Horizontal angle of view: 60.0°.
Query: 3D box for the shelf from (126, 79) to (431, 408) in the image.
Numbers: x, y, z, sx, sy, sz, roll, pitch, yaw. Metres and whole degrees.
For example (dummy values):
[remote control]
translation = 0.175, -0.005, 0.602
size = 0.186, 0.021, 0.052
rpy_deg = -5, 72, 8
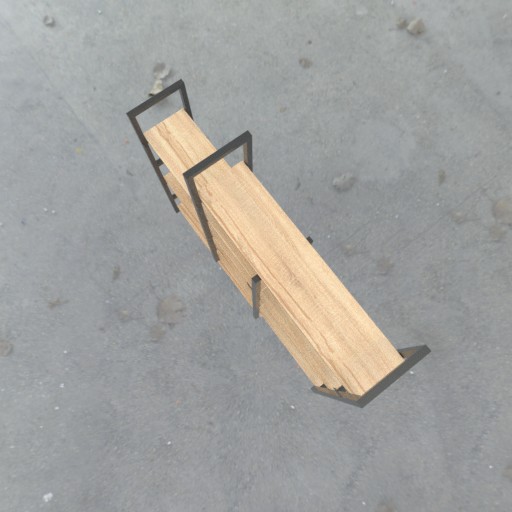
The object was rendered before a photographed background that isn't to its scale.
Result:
[shelf]
translation = 0.000, 0.000, 1.419
size = 0.183, 0.921, 0.946
rpy_deg = -36, 78, -9
